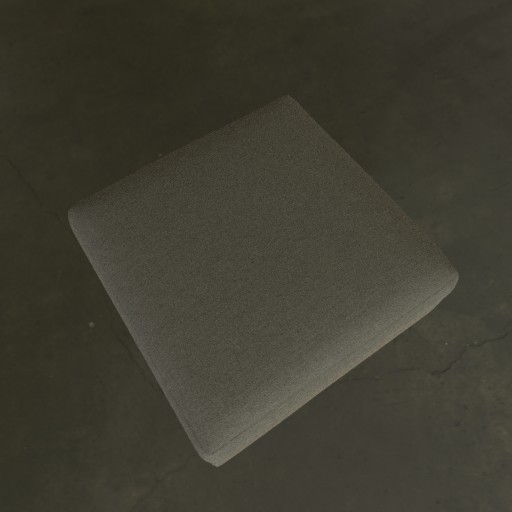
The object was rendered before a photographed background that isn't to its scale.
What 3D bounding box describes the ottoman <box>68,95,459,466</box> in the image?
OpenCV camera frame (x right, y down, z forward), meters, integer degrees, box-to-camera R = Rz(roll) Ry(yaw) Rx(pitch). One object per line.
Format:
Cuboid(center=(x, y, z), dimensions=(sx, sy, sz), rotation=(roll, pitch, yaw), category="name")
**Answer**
Cuboid(center=(0.000, 0.000, 1.657), dimensions=(1.041, 0.470, 1.041), rotation=(-31, 67, -15), category="ottoman")
